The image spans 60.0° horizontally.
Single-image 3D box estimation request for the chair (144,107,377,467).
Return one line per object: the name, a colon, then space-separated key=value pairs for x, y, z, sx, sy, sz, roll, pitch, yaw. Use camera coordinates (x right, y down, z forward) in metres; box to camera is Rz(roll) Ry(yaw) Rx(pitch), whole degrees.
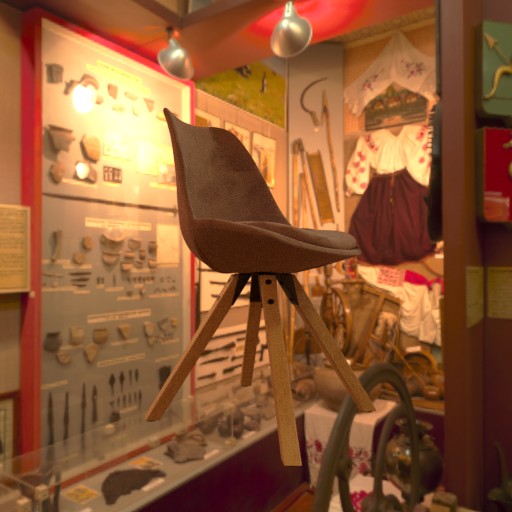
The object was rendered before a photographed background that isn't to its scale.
chair: x=0.000 y=0.000 z=1.208 sx=0.550 sy=0.850 sz=0.485 roll=-1 pitch=-1 yaw=36
